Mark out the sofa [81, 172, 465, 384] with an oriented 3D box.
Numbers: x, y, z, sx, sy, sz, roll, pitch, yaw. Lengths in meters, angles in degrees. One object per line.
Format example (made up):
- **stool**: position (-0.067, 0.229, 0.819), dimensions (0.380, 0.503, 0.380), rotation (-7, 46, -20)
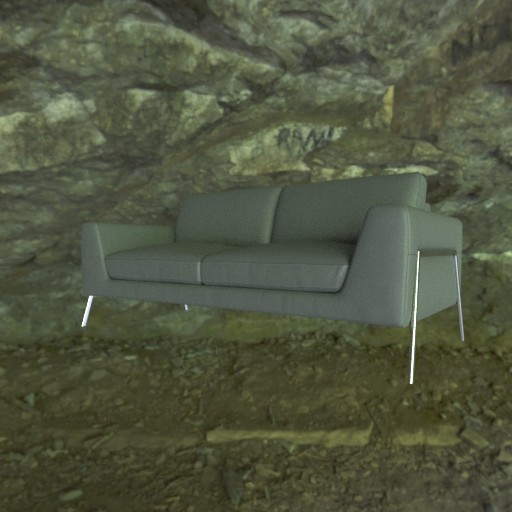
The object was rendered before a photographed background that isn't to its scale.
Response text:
- **sofa**: position (0.000, 0.000, 2.519), dimensions (2.017, 0.875, 0.953), rotation (1, 1, 36)
